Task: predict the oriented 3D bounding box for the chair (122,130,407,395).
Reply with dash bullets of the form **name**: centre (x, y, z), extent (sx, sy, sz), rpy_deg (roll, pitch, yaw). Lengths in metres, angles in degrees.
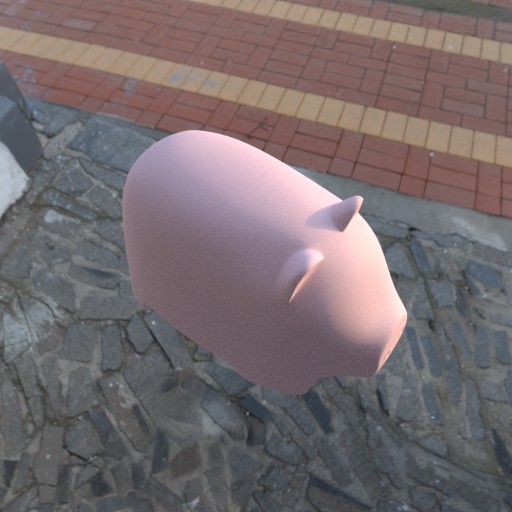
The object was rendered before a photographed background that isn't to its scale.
- **chair**: centre (0.000, 0.000, 0.879), extent (0.619, 0.423, 0.364), rpy_deg (32, 65, 17)
